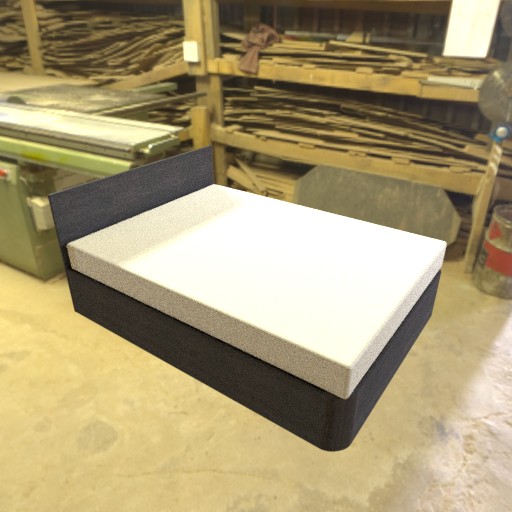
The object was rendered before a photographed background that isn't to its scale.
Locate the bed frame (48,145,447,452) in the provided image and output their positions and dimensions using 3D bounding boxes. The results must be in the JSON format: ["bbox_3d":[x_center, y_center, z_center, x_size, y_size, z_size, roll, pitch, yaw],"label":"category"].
[{"bbox_3d":[0.000,0.000,2.707,1.900,0.800,1.400,19,33,31],"label":"bed frame"}]
